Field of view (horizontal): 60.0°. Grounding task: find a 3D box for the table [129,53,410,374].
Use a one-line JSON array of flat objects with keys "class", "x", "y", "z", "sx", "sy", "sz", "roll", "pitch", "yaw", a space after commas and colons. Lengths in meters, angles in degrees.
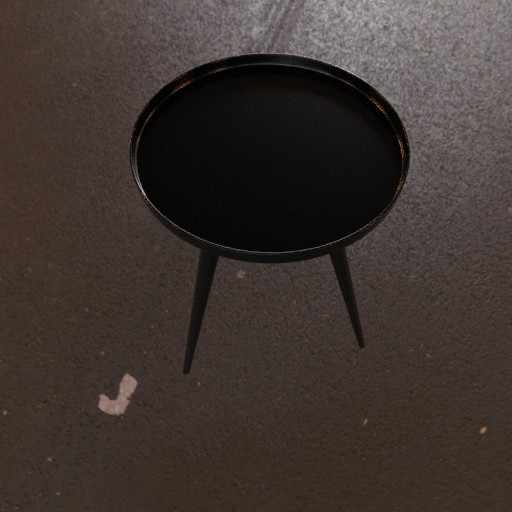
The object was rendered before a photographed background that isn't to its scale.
[{"class": "table", "x": 0.000, "y": 0.000, "z": 0.813, "sx": 0.415, "sy": 0.548, "sz": 0.403, "roll": -30, "pitch": 63, "yaw": -18}]
